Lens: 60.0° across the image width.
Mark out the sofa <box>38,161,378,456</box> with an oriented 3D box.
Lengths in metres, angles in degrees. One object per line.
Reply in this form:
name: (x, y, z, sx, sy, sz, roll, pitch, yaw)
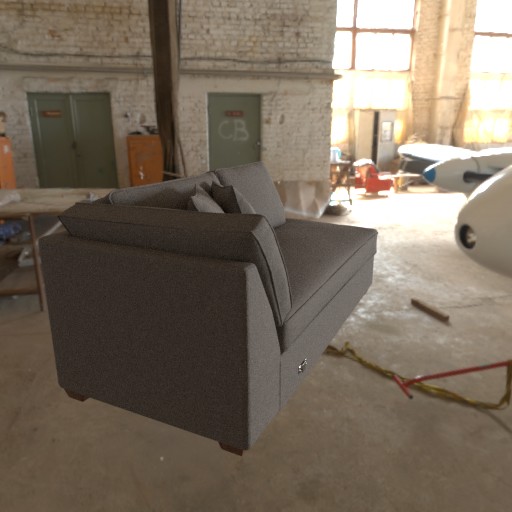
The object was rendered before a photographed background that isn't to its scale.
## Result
sofa: (0.000, 0.000, 2.786, 1.110, 1.033, 2.237, 8, 18, 25)
